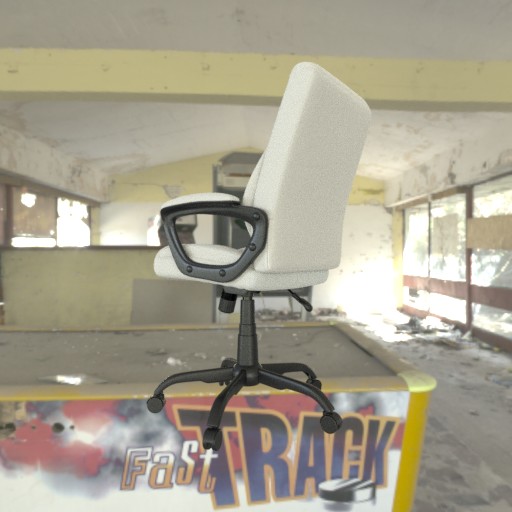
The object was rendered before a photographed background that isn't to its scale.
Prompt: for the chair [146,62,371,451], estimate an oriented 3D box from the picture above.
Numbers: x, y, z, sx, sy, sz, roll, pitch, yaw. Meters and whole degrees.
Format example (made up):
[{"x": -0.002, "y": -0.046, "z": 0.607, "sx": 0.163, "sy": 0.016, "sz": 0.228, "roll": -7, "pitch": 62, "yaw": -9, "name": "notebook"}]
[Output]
[{"x": 0.000, "y": 0.000, "z": 1.500, "sx": 0.669, "sy": 1.065, "sz": 0.663, "roll": 0, "pitch": 0, "yaw": 35, "name": "chair"}]
